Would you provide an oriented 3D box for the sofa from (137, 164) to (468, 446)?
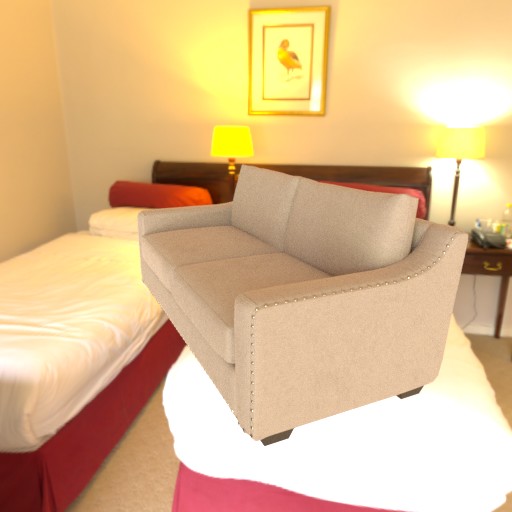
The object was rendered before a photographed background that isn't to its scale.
[{"bbox_3d":[0.000,0.000,2.554,1.030,0.901,1.967,-7,18,-24],"label":"sofa"}]
